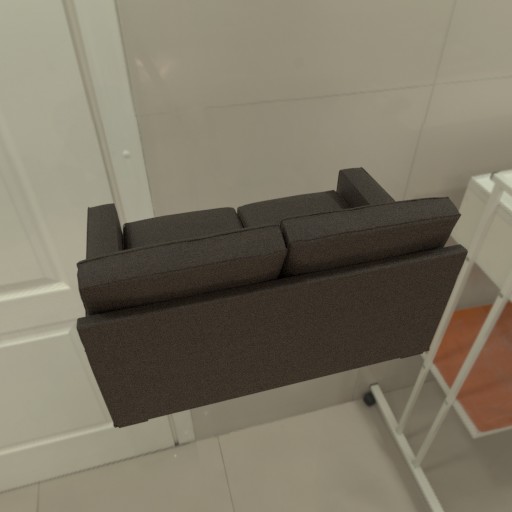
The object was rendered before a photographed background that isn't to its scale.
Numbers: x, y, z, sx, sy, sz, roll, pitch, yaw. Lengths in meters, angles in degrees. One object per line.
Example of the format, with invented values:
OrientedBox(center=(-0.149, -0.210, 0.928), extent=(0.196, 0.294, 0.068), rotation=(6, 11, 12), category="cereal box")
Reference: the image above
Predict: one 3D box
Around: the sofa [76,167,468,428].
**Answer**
OrientedBox(center=(0.000, 0.000, 2.152), extent=(1.534, 0.887, 0.974), rotation=(-10, 42, -12), category="sofa")
